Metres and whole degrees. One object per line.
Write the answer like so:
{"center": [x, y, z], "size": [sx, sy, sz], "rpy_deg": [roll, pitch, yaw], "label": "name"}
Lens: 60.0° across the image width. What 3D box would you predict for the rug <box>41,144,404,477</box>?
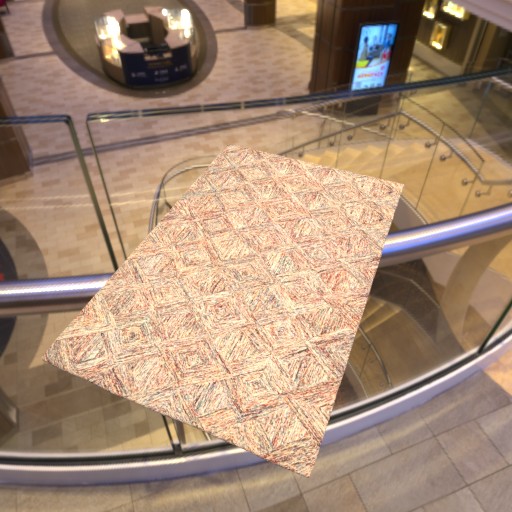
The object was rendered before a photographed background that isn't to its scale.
{"center": [0.000, 0.000, 2.181], "size": [1.143, 0.014, 1.761], "rpy_deg": [17, 48, 16], "label": "rug"}
